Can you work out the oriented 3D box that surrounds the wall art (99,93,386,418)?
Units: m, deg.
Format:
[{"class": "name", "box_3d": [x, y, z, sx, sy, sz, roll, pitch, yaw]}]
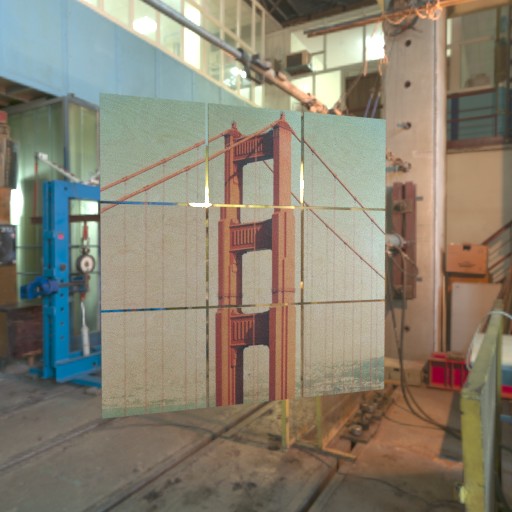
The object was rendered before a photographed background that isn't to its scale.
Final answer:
[{"class": "wall art", "box_3d": [0.000, 0.000, 2.293, 1.517, 1.523, 0.013, 0, 1, -17]}]
